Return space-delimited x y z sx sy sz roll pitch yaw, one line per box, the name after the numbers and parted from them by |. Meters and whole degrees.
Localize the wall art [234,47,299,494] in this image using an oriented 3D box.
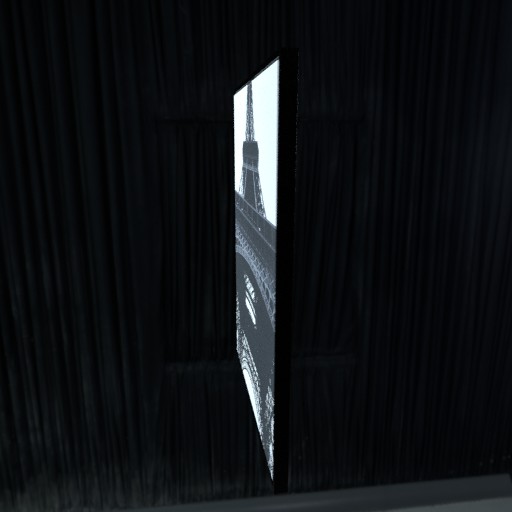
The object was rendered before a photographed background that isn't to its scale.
0.000 0.000 1.396 0.040 1.062 0.805 -2 15 -9 | wall art
